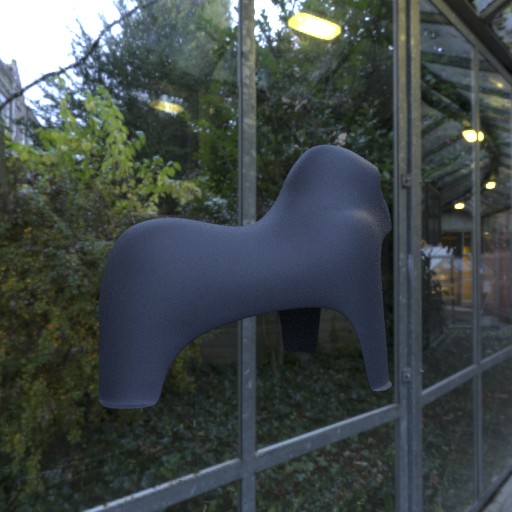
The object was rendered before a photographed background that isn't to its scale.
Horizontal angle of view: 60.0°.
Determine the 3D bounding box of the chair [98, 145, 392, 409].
[{"bbox_3d":[0.000,0.000,1.137,0.758,0.600,0.490,1,-2,-19],"label":"chair"}]
